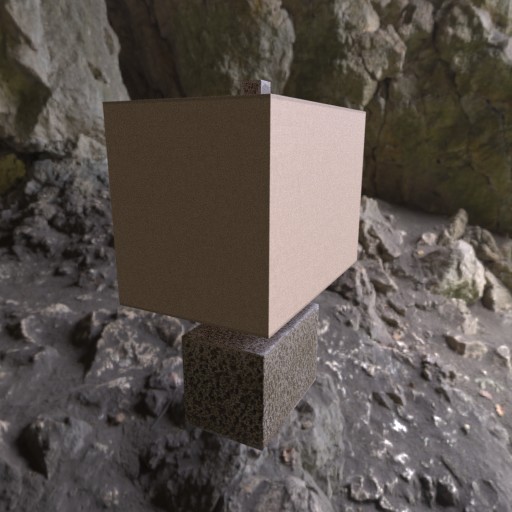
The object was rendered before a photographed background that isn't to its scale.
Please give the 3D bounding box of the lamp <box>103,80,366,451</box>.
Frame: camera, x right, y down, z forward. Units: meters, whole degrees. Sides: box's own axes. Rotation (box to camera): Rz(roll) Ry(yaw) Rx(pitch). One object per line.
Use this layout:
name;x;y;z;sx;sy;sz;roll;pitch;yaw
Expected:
lamp;0.000;0.000;0.557;0.180;0.411;0.294;8;17;27
